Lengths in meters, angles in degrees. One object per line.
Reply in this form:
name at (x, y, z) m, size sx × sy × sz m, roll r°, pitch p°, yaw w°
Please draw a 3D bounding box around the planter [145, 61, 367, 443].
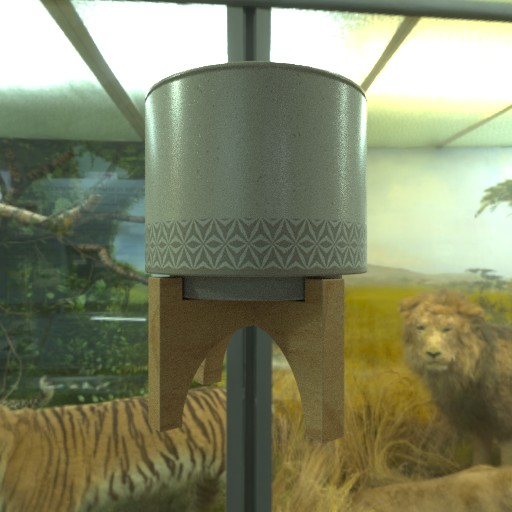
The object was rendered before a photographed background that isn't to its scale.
planter at (0.000, 0.000, 0.266) m, size 0.130 × 0.178 × 0.130 m, roll 0°, pitch 0°, yaw 0°
